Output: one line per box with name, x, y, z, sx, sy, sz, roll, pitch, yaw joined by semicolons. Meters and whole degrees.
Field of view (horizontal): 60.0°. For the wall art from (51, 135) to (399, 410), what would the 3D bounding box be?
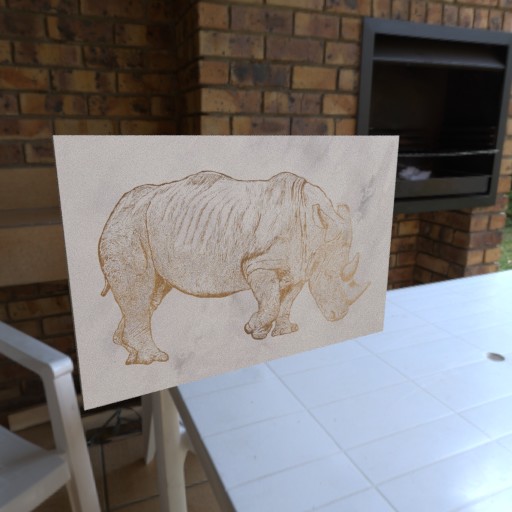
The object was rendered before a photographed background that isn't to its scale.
wall art;0.000;0.000;1.165;0.915;0.610;0.038;-8;17;-27
